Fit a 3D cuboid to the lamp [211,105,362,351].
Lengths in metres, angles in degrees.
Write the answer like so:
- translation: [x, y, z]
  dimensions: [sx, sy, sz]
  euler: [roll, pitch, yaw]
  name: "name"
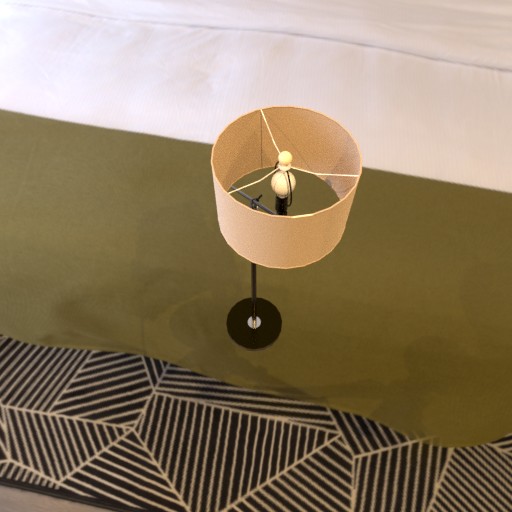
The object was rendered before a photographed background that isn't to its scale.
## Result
- translation: [0.000, 0.000, 1.896]
  dimensions: [0.373, 1.635, 0.809]
  euler: [-17, 60, -10]
  name: "lamp"
